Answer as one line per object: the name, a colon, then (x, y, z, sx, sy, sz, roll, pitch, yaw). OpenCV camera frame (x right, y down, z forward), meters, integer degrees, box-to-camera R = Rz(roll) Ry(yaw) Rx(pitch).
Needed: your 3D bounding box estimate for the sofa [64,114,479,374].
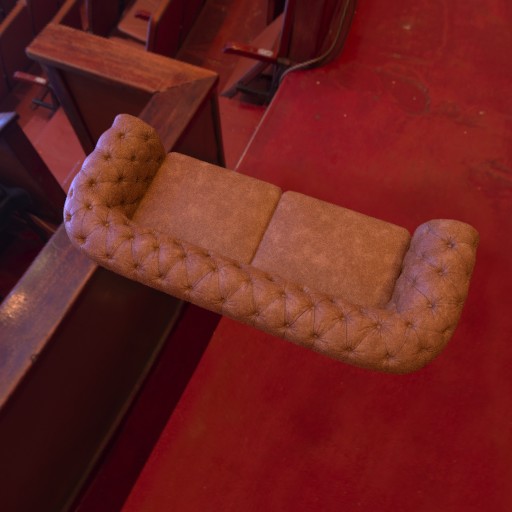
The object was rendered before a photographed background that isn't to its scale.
sofa: (0.000, 0.000, 2.748, 2.365, 0.760, 0.989, 20, 65, 10)
